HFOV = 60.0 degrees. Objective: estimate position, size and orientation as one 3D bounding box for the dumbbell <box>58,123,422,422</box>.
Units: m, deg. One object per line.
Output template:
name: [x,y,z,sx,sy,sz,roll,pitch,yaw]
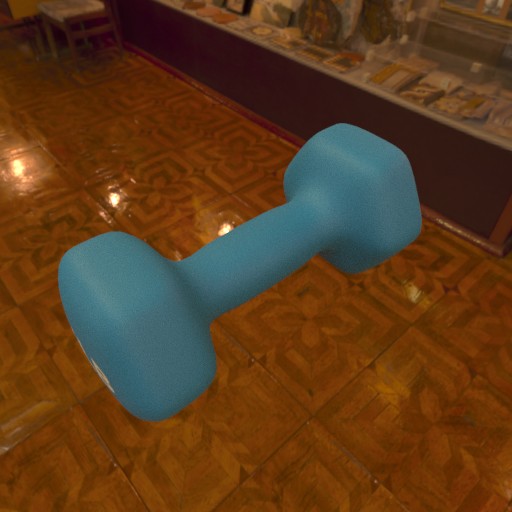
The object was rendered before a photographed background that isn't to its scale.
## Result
dumbbell: [0.000,0.000,0.187,0.152,0.066,0.074,-30,52,-26]
